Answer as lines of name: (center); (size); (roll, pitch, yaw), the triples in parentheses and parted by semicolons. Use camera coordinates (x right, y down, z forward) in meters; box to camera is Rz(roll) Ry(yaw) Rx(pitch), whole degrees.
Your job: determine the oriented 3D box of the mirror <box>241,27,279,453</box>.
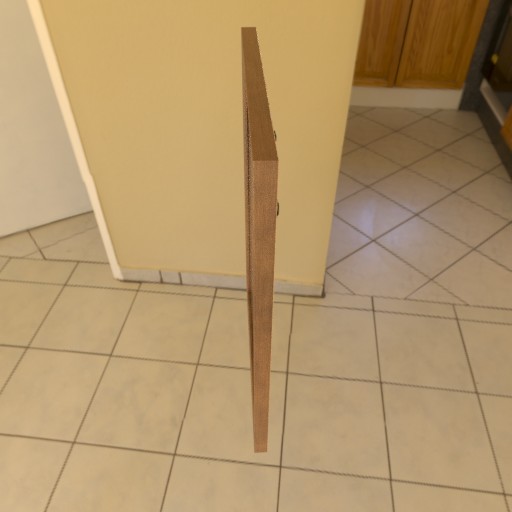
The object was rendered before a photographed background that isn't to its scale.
mirror: (0.000, 0.000, 1.137); (0.040, 0.915, 0.609); (-2, 43, -2)
